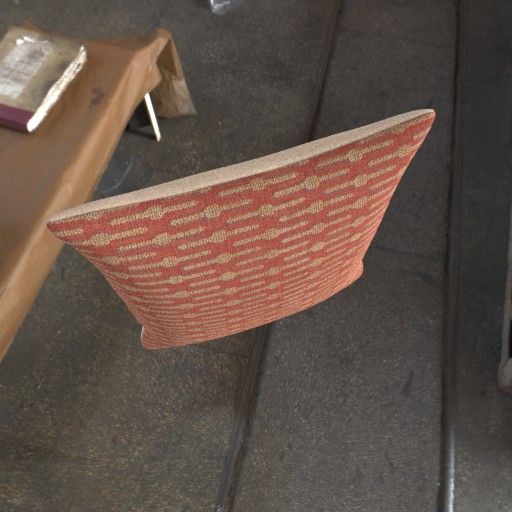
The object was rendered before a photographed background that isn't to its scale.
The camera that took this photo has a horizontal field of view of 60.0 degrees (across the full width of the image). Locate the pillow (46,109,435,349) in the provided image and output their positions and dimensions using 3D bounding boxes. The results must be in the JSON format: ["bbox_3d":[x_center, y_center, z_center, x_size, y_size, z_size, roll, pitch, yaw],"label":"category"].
[{"bbox_3d":[0.000,0.000,0.761,0.511,0.503,0.182,-18,65,-9],"label":"pillow"}]
